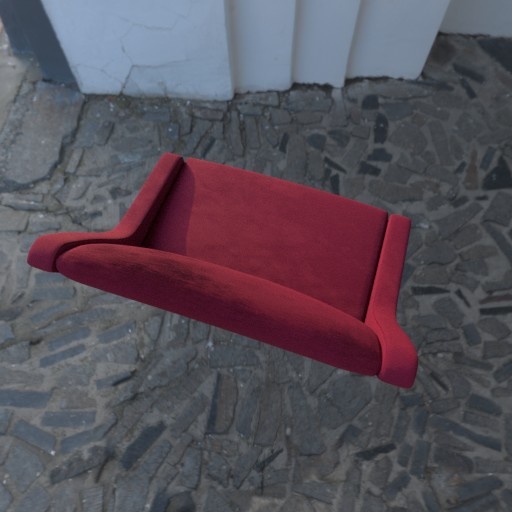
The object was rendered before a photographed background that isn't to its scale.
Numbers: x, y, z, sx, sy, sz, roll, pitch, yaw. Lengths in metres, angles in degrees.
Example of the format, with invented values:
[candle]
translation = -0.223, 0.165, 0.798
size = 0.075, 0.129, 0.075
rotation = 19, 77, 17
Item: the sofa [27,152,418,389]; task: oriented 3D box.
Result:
[sofa]
translation = 0.000, 0.000, 1.923
size = 1.242, 0.976, 0.946
rotation = 17, 65, 8
